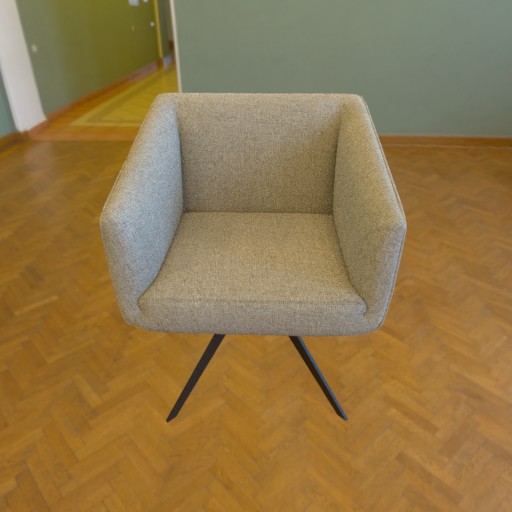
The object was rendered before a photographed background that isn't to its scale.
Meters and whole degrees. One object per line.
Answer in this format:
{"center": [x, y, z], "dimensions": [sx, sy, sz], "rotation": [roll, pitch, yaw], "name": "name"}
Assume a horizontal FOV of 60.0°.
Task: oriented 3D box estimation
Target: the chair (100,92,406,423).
{"center": [0.000, 0.000, 1.245], "dimensions": [0.628, 0.760, 0.623], "rotation": [1, 31, 2], "name": "chair"}
